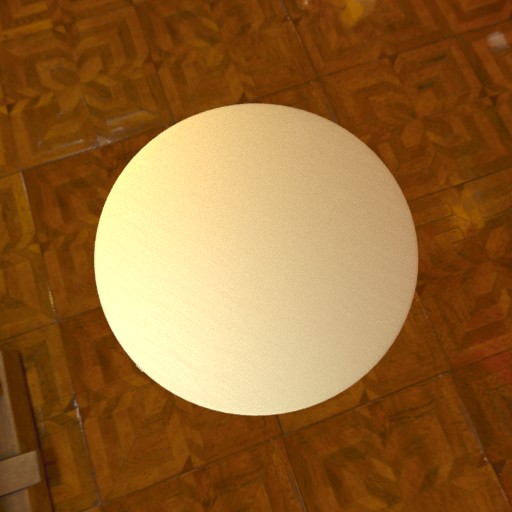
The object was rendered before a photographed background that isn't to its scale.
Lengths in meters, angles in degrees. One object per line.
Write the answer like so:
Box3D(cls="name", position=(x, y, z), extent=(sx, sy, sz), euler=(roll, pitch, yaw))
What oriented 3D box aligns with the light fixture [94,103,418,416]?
Box3D(cls="light fixture", position=(0.000, 0.000, 0.534), extent=(0.356, 0.102, 0.356), euler=(0, 75, 0))
